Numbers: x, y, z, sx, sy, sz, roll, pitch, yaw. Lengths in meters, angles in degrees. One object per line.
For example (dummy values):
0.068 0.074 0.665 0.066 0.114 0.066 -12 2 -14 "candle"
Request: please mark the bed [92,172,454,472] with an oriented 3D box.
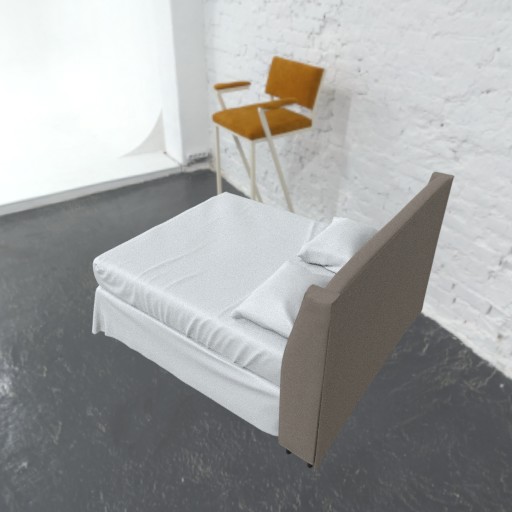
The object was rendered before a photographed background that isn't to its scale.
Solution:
0.000 0.000 3.524 2.276 1.332 1.925 21 38 30 "bed"
